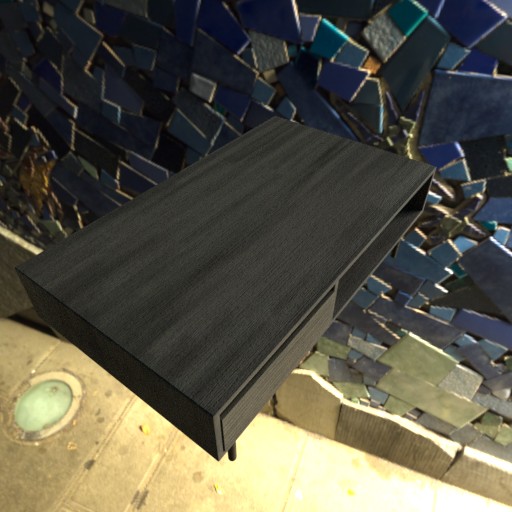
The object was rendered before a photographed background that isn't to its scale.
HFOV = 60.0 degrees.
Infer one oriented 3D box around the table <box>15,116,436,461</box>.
[{"bbox_3d":[0.000,0.000,1.364,0.643,0.347,1.088,27,48,27],"label":"table"}]
